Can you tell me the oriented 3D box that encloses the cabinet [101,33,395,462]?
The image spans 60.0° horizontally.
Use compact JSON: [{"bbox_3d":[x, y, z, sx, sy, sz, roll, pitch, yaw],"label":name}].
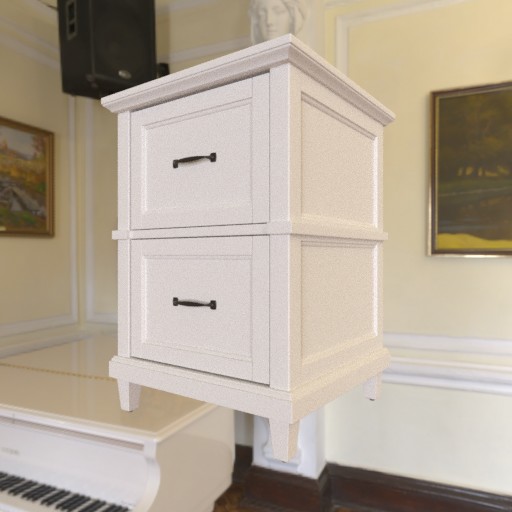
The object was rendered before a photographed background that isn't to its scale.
[{"bbox_3d":[0.000,0.000,1.149,0.544,0.775,0.547,0,0,36],"label":"cabinet"}]
